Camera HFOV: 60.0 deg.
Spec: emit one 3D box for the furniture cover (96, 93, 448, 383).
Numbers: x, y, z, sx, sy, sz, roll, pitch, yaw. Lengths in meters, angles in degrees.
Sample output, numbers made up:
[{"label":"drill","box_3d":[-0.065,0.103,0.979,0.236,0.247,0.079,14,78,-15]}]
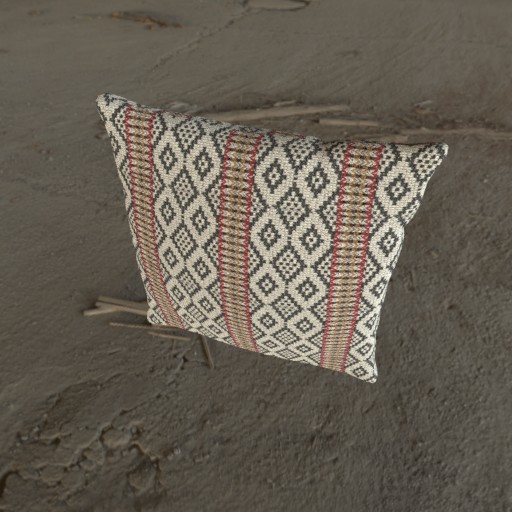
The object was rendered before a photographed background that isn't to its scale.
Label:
[{"label":"furniture cover","box_3d":[0.000,0.000,0.770,0.503,0.506,0.182,12,42,14]}]
